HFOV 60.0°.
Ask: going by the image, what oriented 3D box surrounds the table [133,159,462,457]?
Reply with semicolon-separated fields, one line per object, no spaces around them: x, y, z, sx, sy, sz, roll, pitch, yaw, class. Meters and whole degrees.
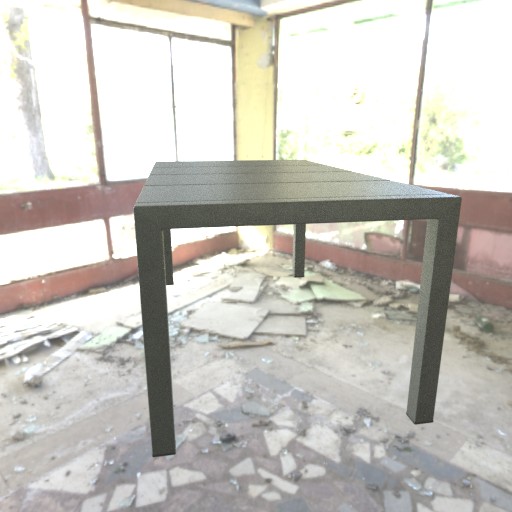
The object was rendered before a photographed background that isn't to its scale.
0.000;0.000;1.244;0.559;0.460;0.965;-3;16;-10;table
